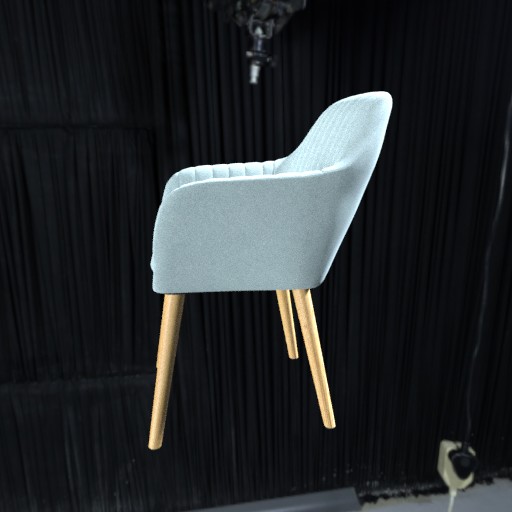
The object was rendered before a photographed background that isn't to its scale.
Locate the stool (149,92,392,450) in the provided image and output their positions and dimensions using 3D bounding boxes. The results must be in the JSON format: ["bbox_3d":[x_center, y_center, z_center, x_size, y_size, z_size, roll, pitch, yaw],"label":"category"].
[{"bbox_3d":[0.000,0.000,1.196,0.590,0.830,0.503,-2,15,-9],"label":"stool"}]
